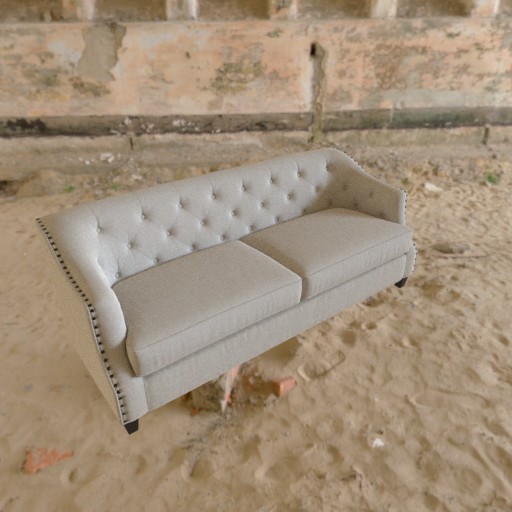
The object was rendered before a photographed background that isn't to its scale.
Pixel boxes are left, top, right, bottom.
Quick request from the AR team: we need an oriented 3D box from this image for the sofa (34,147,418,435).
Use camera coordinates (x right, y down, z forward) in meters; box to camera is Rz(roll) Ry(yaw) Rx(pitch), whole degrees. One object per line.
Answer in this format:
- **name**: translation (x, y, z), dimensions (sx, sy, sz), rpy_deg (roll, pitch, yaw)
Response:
- **sofa**: translation (0.000, 0.000, 2.782), dimensions (2.235, 0.901, 0.914), rpy_deg (-21, 35, -32)
